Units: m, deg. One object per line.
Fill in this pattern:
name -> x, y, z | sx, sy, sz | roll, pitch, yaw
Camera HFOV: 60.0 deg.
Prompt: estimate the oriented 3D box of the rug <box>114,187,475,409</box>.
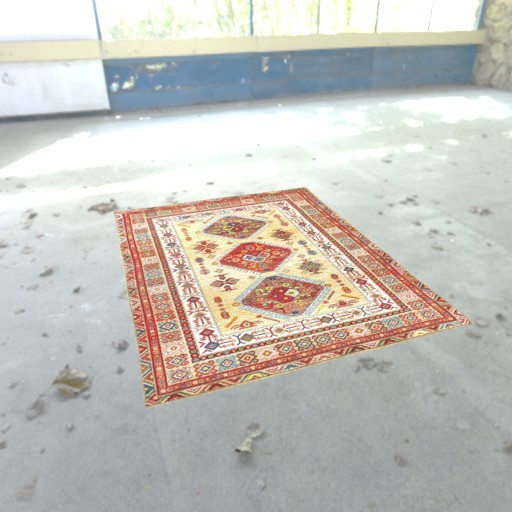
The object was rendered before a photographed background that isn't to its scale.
rug -> 0.000, 0.000, 4.260 | 2.460, 0.005, 3.067 | -10, 31, -17
